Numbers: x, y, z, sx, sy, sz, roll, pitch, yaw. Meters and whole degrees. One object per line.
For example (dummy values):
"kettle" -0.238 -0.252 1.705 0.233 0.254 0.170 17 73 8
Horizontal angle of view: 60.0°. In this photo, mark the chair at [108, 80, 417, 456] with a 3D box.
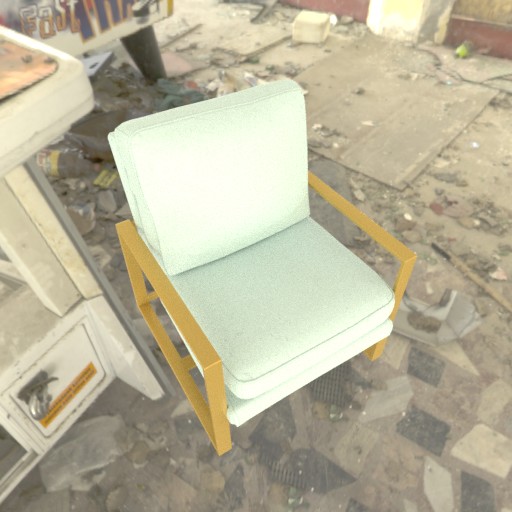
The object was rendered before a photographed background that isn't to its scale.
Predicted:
"chair" 0.000 0.000 1.553 0.758 0.956 0.813 -24 51 -21
